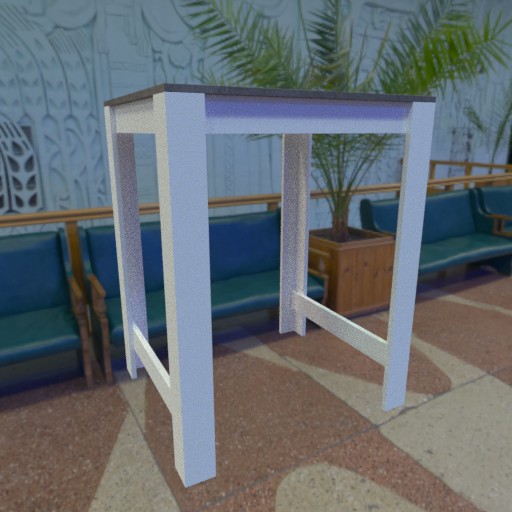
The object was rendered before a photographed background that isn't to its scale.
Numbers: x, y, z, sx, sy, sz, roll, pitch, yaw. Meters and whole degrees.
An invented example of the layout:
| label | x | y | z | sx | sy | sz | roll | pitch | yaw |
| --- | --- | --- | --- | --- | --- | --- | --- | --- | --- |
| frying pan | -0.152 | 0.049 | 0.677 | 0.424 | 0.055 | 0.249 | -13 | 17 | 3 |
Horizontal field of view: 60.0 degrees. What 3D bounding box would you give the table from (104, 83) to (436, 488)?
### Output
| label | x | y | z | sx | sy | sz | roll | pitch | yaw |
| --- | --- | --- | --- | --- | --- | --- | --- | --- | --- |
| table | 0.000 | 0.000 | 1.527 | 0.800 | 1.020 | 0.700 | -8 | 18 | -27 |
